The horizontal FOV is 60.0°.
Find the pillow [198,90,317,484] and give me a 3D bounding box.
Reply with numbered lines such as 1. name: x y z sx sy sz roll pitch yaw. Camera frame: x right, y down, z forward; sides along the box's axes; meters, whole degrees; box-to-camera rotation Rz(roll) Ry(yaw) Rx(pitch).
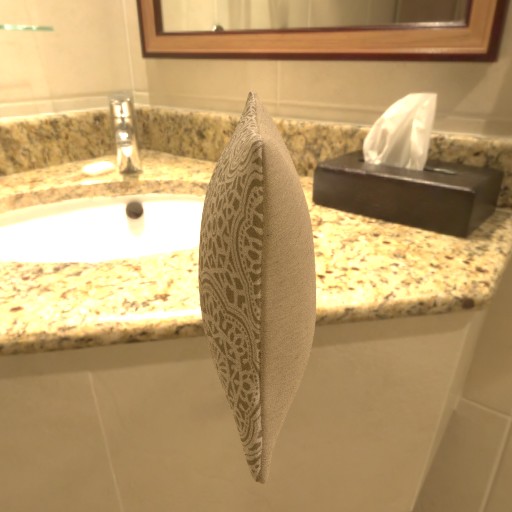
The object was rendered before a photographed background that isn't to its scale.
1. pillow: 0.000 0.000 0.651 0.167 0.421 0.438 -1 25 -1
